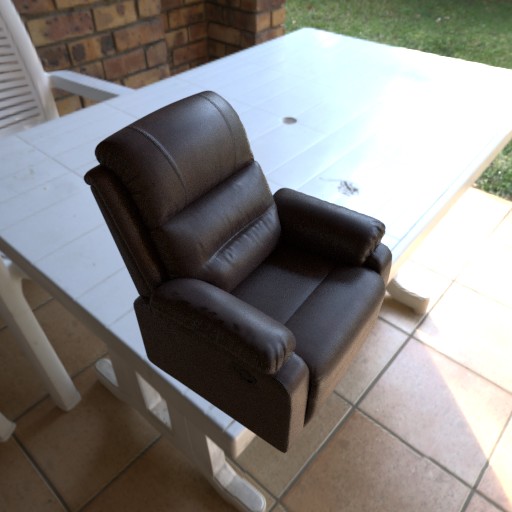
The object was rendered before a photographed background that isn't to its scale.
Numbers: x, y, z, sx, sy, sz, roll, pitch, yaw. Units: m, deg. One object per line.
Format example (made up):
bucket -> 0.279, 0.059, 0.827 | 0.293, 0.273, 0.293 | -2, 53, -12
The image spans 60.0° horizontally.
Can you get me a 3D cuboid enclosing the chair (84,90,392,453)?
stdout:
chair -> 0.000, 0.000, 1.700 | 0.919, 0.992, 0.855 | 25, 47, 26
